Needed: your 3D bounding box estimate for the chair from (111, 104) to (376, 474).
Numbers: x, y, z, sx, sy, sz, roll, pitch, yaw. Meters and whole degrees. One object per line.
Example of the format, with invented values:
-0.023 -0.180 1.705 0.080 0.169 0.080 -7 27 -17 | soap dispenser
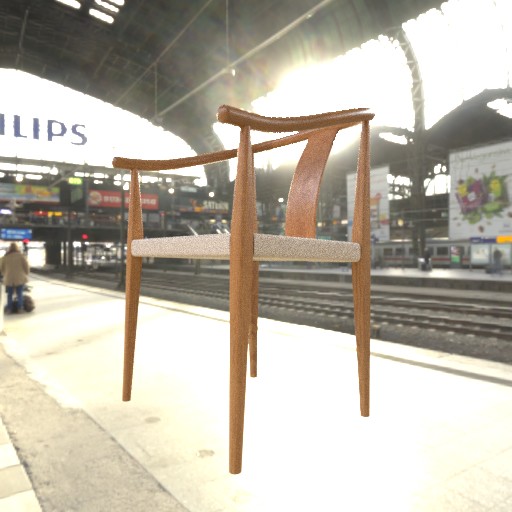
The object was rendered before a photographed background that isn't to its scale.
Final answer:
0.000 0.000 1.174 0.579 0.800 0.556 0 0 -38 | chair
